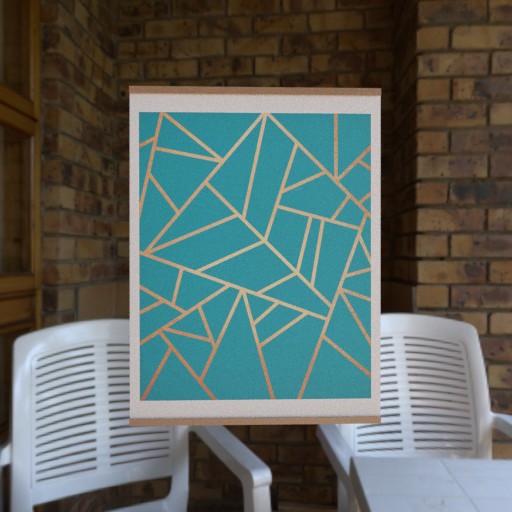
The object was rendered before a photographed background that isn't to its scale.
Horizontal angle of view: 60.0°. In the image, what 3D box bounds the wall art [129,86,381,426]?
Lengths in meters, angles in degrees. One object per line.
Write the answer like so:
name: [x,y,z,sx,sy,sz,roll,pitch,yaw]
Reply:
wall art: [0.000,0.000,1.341,0.758,1.016,0.013,0,0,-1]
